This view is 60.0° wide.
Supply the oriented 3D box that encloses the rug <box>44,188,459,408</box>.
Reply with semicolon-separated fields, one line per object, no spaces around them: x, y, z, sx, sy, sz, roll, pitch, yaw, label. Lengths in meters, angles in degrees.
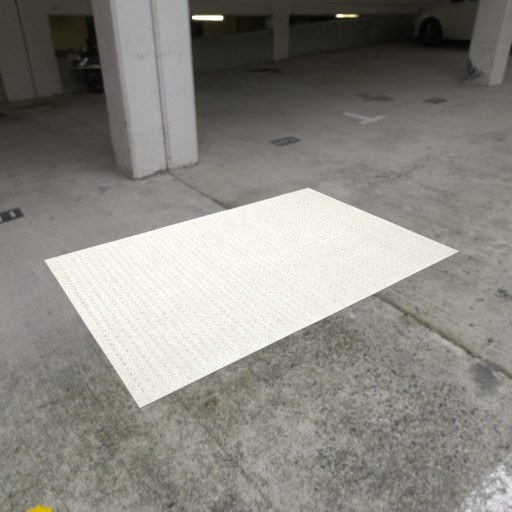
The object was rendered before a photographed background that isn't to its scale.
0.000;0.000;2.929;2.289;0.006;1.523;-19;34;-31;rug
